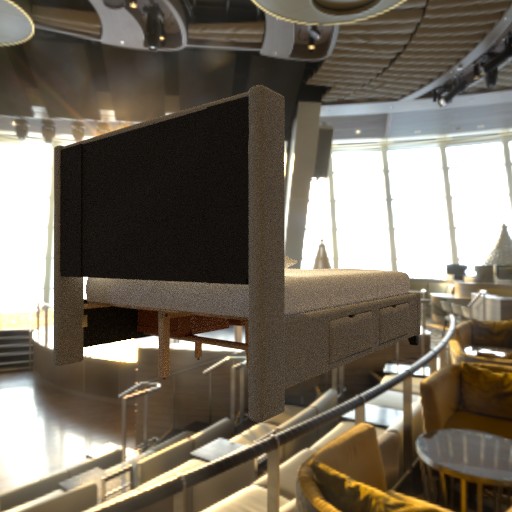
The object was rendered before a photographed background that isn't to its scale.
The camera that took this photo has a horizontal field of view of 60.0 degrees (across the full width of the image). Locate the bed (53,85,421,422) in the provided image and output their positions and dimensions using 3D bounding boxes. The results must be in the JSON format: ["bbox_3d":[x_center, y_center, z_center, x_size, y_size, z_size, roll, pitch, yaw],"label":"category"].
[{"bbox_3d":[0.000,0.000,3.342,1.774,1.491,2.222,0,-1,38],"label":"bed"}]
